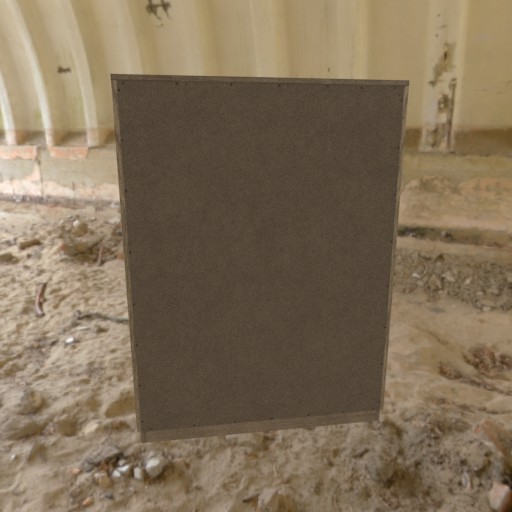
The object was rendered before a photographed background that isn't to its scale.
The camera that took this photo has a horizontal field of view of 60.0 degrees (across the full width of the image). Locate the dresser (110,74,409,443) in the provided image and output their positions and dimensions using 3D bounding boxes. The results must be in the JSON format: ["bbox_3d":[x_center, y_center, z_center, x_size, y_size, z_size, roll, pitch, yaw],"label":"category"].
[{"bbox_3d":[0.000,0.000,1.802,0.967,1.295,0.483,-2,14,-8],"label":"dresser"}]
